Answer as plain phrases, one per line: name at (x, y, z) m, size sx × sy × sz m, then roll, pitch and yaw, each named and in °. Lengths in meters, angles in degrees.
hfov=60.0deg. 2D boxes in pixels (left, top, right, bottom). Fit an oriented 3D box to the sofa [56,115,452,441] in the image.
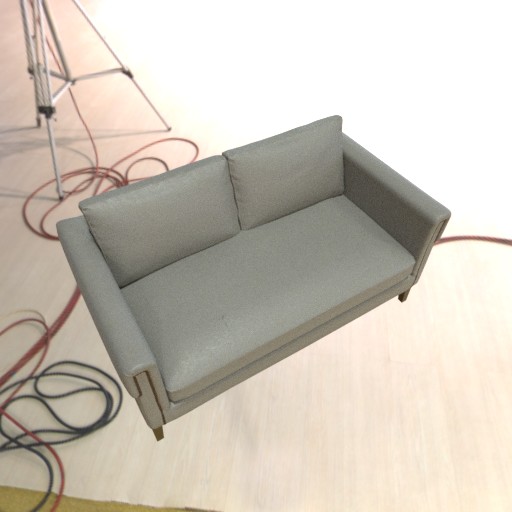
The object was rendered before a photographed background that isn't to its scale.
sofa at (0.000, 0.000, 2.180) m, size 1.598 × 0.873 × 0.899 m, roll -24°, pitch 52°, yaw -21°
